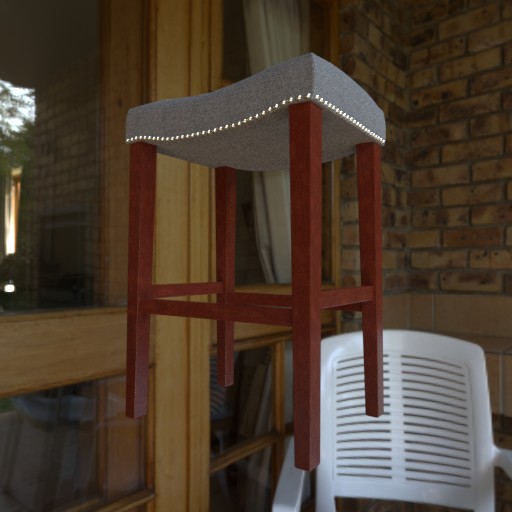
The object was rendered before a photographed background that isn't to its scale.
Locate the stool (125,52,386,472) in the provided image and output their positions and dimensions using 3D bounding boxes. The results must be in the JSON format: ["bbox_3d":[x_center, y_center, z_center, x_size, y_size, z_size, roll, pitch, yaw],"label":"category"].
[{"bbox_3d":[0.000,0.000,1.038,0.504,0.742,0.372,-1,-2,35],"label":"stool"}]
